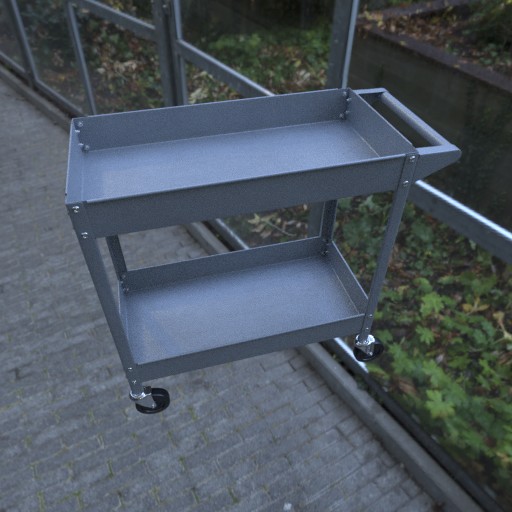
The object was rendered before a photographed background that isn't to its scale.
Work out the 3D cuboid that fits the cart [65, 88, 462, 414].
[{"bbox_3d":[0.000,0.000,1.179,0.779,0.719,0.366,-10,43,-11],"label":"cart"}]
